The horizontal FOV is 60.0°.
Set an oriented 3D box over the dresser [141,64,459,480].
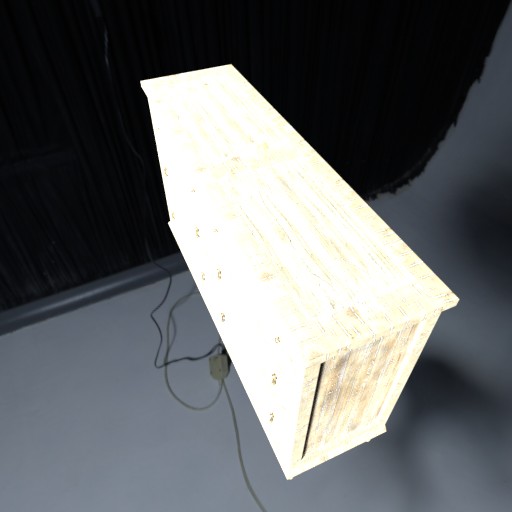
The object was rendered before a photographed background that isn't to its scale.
[{"bbox_3d":[0.000,0.000,1.993,0.457,1.016,1.626,-18,49,-16],"label":"dresser"}]
